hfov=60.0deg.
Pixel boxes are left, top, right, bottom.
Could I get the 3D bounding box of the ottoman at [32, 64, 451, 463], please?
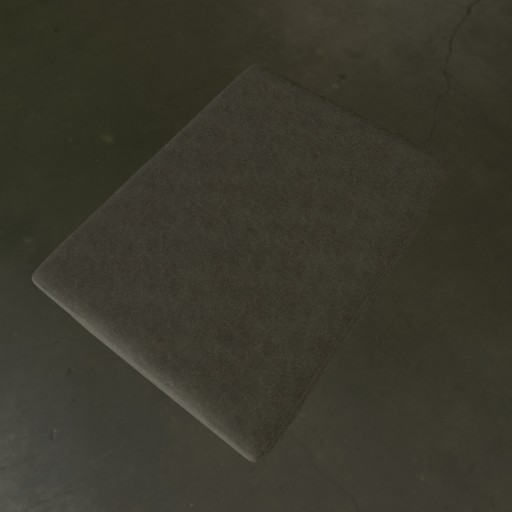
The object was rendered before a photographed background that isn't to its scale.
[{"bbox_3d":[0.000,0.000,1.208,0.639,0.464,0.839,33,68,15],"label":"ottoman"}]
